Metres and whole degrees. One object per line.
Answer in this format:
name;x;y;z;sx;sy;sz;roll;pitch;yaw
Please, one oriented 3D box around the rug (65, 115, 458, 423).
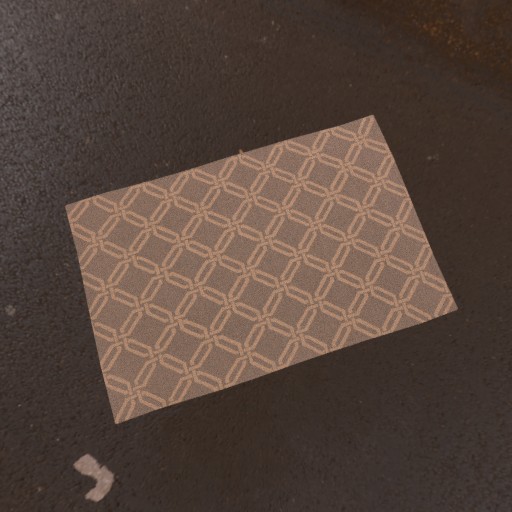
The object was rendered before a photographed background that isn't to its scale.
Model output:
rug;0.000;0.000;2.263;1.754;0.010;1.148;-17;76;-4
